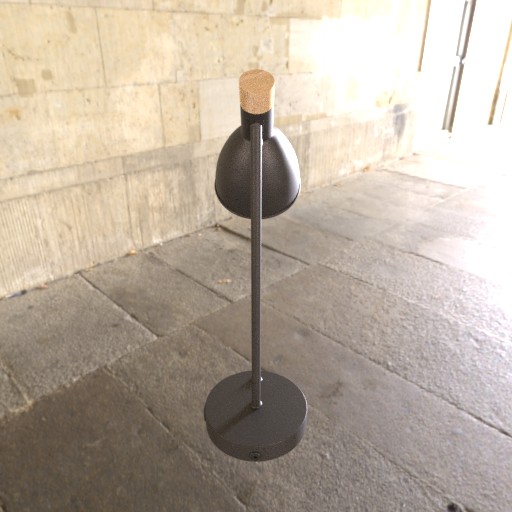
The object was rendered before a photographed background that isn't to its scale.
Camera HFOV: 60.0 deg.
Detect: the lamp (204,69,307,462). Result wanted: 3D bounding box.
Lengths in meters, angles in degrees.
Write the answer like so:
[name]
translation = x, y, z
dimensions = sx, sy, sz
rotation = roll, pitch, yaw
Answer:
[lamp]
translation = 0.000, 0.000, 0.621
dimensions = 0.152, 0.483, 0.287
rotation = 0, 26, 1
